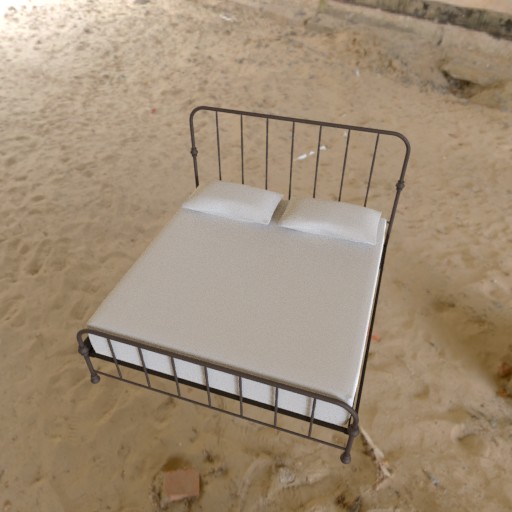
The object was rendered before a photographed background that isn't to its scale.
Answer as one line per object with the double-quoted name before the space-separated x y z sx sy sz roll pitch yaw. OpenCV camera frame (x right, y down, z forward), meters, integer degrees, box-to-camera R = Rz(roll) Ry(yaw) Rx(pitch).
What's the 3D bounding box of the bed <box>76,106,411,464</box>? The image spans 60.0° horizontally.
"bed" 0.000 0.000 3.526 2.044 1.446 2.134 12 42 14
